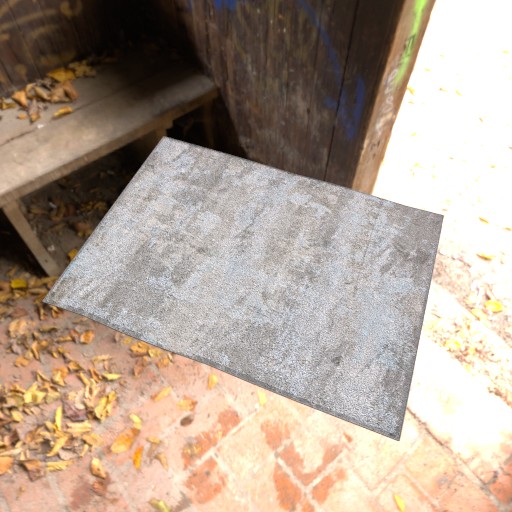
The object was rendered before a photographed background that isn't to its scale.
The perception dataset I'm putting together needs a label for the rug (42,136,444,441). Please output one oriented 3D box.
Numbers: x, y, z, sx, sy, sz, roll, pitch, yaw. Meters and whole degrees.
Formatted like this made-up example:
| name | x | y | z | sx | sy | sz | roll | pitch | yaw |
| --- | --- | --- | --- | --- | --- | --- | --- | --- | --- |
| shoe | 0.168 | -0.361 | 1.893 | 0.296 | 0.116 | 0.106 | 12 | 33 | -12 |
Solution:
| name | x | y | z | sx | sy | sz | roll | pitch | yaw |
| --- | --- | --- | --- | --- | --- | --- | --- | --- | --- |
| rug | 0.000 | 0.000 | 4.357 | 3.307 | 0.013 | 2.393 | 18 | 58 | 12 |
